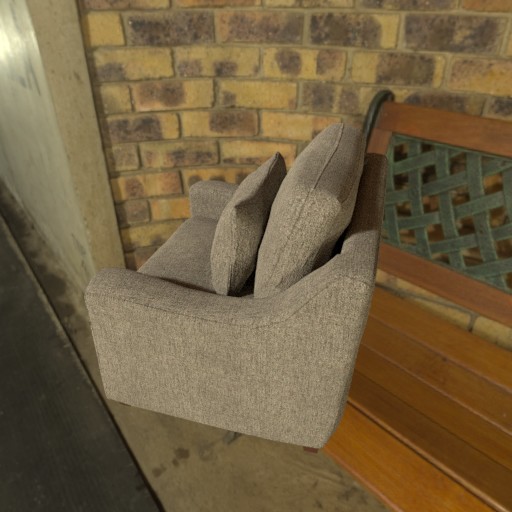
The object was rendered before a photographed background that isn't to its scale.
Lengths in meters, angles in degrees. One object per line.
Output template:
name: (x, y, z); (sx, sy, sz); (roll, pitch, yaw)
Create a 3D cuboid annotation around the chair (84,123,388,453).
chair: (0.000, 0.000, 1.955); (1.009, 1.037, 1.138); (9, 32, 14)
